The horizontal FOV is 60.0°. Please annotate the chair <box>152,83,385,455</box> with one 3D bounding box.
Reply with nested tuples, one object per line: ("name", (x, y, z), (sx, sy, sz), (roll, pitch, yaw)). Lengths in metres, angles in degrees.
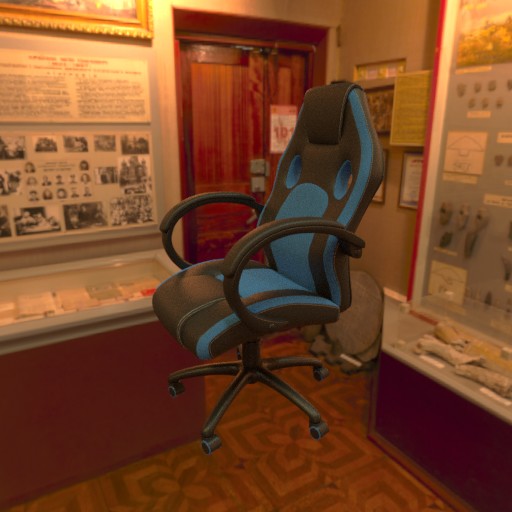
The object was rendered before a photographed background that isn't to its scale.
("chair", (0.000, 0.000, 1.604), (0.724, 1.187, 0.673), (-9, 19, -27))
